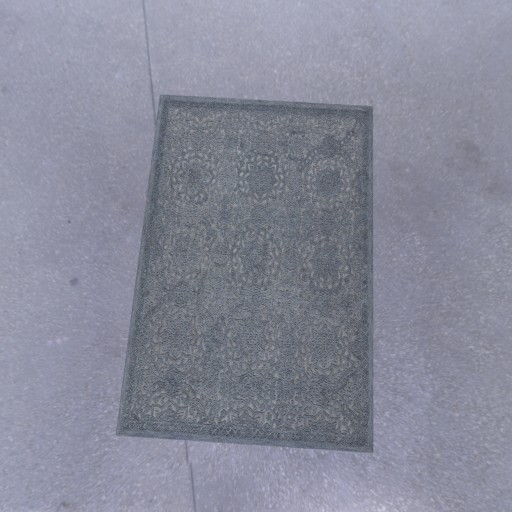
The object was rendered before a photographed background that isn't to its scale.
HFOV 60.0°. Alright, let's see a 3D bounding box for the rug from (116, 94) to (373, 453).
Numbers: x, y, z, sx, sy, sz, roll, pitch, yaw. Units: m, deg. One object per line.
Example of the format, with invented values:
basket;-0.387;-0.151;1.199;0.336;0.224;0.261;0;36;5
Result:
rug;0.000;0.000;2.294;1.208;0.012;1.819;3;76;1
